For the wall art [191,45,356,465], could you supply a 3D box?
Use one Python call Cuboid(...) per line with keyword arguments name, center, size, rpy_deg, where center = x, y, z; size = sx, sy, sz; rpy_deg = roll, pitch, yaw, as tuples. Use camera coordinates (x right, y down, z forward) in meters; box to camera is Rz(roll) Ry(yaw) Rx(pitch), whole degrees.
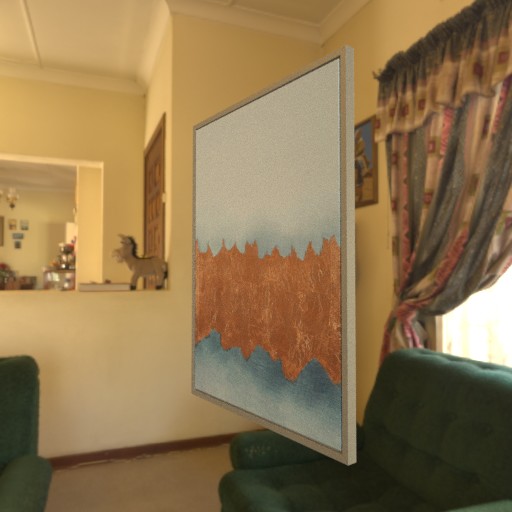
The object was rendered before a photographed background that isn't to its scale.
Cuboid(name="wall art", center=(0.000, 0.000, 1.421), size=(0.034, 1.042, 0.789), rpy_deg=(1, -2, -37))
